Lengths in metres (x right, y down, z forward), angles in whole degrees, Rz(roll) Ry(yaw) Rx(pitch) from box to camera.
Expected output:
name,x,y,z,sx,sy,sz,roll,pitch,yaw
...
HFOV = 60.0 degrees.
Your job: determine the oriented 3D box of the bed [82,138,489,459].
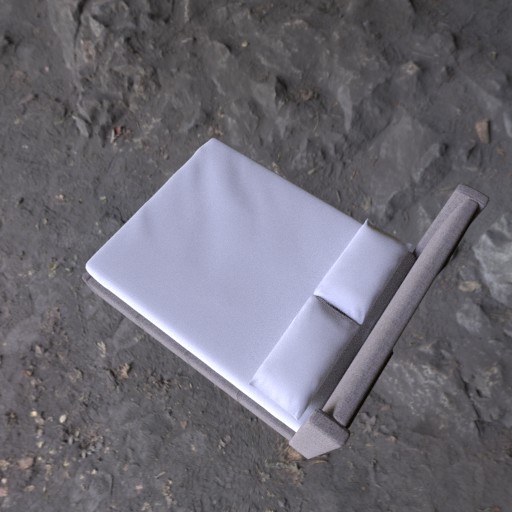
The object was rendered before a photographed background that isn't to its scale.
name,x,y,z,sx,sy,sz,roll,pitch,yaw
bed,0.000,0.000,3.289,2.245,1.476,1.714,33,68,15
